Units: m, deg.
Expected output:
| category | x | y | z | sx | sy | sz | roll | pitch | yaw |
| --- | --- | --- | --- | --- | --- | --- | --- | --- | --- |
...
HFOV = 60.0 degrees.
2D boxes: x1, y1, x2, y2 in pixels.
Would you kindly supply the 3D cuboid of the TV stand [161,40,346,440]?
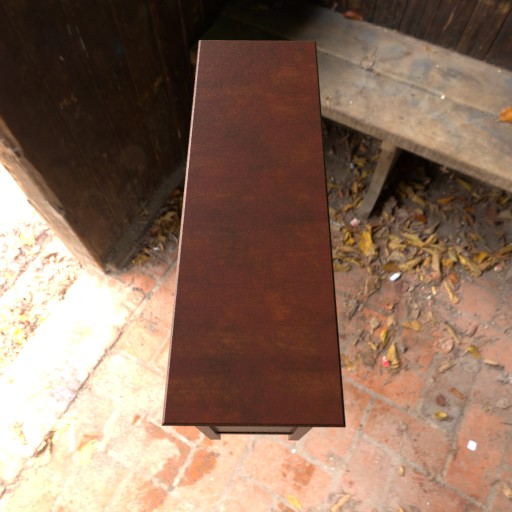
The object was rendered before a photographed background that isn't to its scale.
| category | x | y | z | sx | sy | sz | roll | pitch | yaw |
| --- | --- | --- | --- | --- | --- | --- | --- | --- | --- |
| TV stand | 0.000 | 0.000 | 1.778 | 0.445 | 0.915 | 1.372 | 0 | 63 | 0 |
